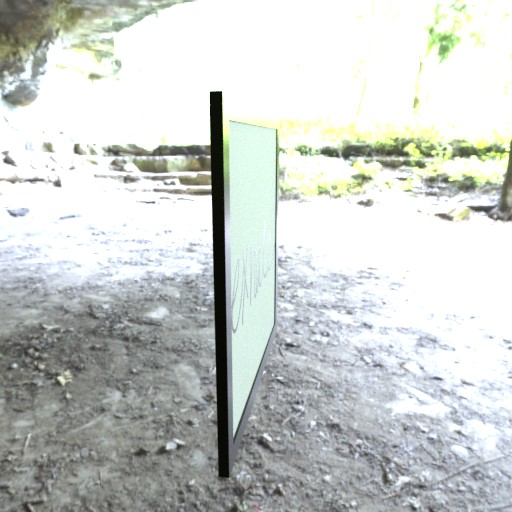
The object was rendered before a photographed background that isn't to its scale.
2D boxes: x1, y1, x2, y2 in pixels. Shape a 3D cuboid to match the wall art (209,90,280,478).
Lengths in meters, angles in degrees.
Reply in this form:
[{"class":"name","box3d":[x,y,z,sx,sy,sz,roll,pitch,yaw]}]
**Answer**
[{"class":"wall art","box3d":[0.000,0.000,0.697,0.014,0.445,0.446,3,15,10]}]
